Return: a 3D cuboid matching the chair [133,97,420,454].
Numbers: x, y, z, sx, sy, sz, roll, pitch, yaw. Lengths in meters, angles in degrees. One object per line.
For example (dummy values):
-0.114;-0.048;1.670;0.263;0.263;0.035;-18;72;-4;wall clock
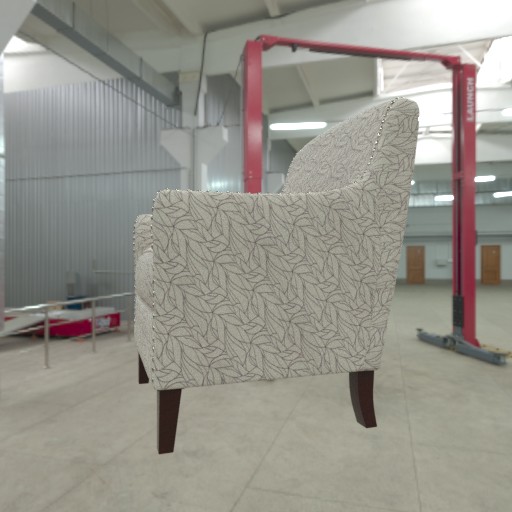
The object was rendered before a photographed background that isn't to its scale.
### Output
0.000;0.000;1.276;0.651;0.816;0.623;0;0;-19;chair
